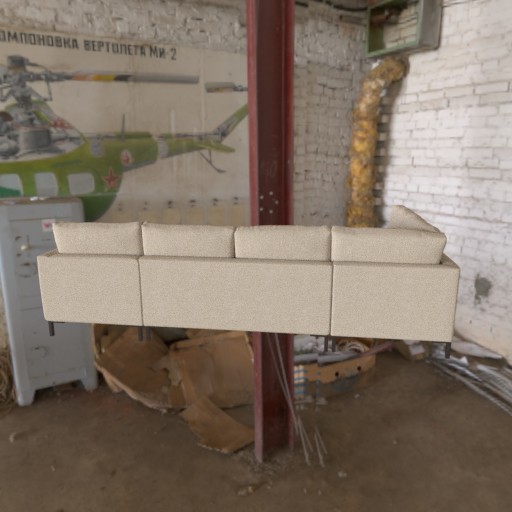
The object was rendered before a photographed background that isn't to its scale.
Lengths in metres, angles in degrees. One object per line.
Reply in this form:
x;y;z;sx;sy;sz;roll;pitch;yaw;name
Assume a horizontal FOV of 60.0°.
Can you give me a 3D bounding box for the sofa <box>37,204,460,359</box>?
0.000;0.000;3.986;2.984;0.862;1.989;2;14;7;sofa
